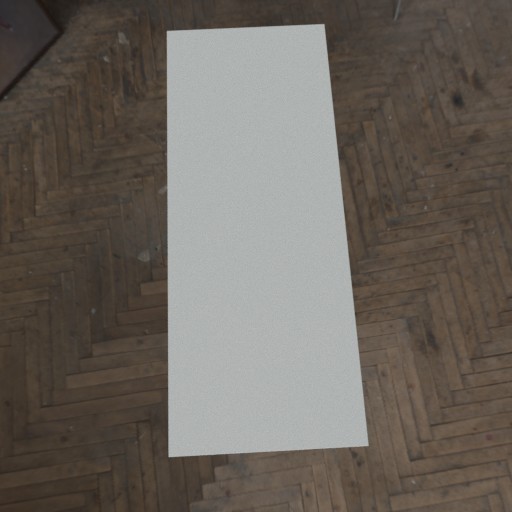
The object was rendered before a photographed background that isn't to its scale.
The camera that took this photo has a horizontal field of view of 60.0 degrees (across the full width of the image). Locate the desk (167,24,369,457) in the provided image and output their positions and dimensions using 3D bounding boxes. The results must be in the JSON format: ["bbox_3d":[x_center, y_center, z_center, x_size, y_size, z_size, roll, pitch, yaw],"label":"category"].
[{"bbox_3d":[0.000,0.000,1.388,0.400,0.790,1.000,-3,76,-1],"label":"desk"}]
